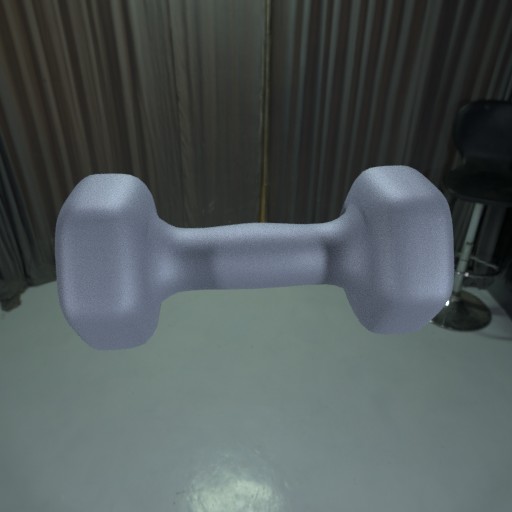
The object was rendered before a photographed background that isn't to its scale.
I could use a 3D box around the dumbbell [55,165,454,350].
[{"bbox_3d":[0.000,0.000,0.295,0.240,0.105,0.116,-2,31,-3],"label":"dumbbell"}]
